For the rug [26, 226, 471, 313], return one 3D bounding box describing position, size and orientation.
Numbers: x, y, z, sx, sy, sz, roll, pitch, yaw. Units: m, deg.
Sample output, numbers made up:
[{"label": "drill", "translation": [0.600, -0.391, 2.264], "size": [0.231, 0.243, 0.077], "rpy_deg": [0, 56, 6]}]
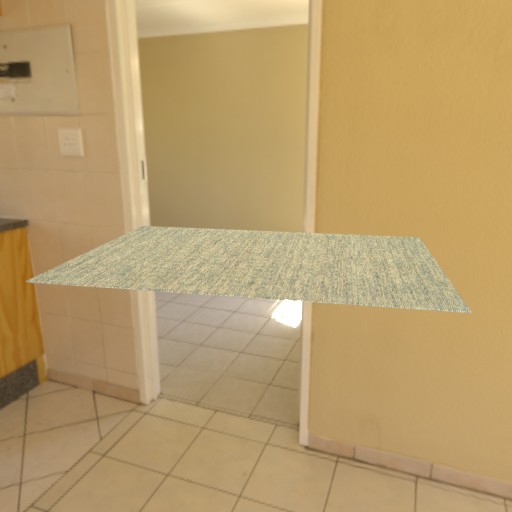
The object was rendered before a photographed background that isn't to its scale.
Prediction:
[{"label": "rug", "translation": [0.000, 0.000, 2.248], "size": [1.752, 0.006, 1.142], "rpy_deg": [3, 16, 10]}]
